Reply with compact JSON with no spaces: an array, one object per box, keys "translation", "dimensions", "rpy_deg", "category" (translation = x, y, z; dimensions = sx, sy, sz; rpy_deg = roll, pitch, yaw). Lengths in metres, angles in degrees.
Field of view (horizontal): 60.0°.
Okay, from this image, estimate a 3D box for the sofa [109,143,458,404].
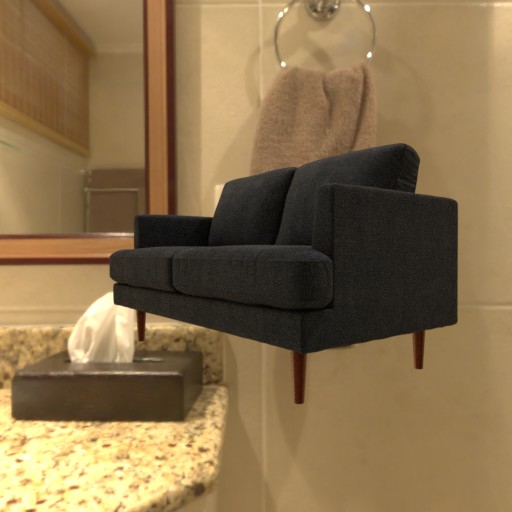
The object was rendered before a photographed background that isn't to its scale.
[{"translation":[0.000,0.000,2.130],"dimensions":[0.903,0.944,1.582],"rpy_deg":[0,1,-38],"category":"sofa"}]
